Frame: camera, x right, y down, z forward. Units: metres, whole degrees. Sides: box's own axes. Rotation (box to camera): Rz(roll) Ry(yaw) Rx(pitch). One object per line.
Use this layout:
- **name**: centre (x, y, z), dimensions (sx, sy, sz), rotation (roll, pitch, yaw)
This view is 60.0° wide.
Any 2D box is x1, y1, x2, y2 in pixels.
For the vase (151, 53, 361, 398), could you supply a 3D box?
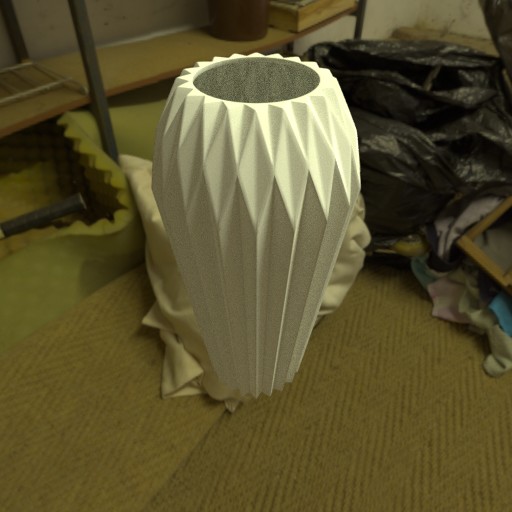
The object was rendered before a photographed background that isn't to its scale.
- **vase**: centre (0.000, 0.000, 0.332), dimensions (0.133, 0.263, 0.133), rotation (0, 41, 0)
